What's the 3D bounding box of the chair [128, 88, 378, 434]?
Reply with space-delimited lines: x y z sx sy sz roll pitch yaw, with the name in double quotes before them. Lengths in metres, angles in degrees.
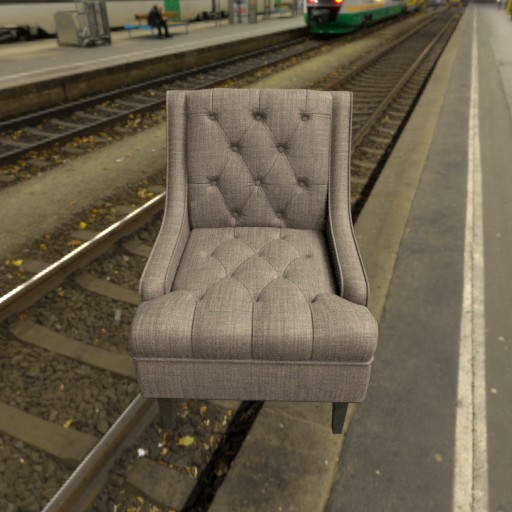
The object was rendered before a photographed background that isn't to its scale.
"chair" 0.000 0.000 1.414 0.655 0.891 0.771 1 31 1
